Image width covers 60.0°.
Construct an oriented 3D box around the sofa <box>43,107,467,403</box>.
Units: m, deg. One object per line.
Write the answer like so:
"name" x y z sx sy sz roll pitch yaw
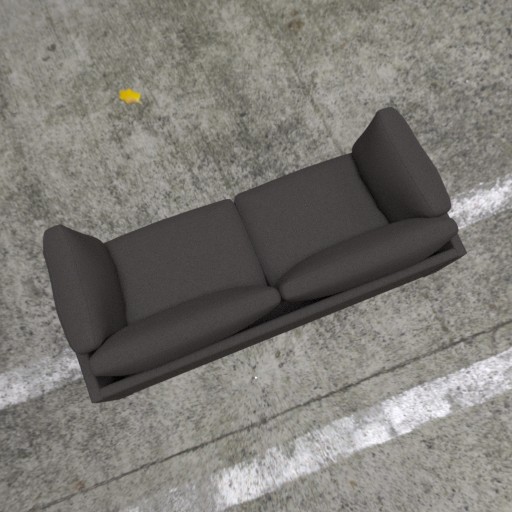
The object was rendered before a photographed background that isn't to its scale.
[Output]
"sofa" 0.000 0.000 2.747 2.312 0.792 0.969 -21 76 -6
